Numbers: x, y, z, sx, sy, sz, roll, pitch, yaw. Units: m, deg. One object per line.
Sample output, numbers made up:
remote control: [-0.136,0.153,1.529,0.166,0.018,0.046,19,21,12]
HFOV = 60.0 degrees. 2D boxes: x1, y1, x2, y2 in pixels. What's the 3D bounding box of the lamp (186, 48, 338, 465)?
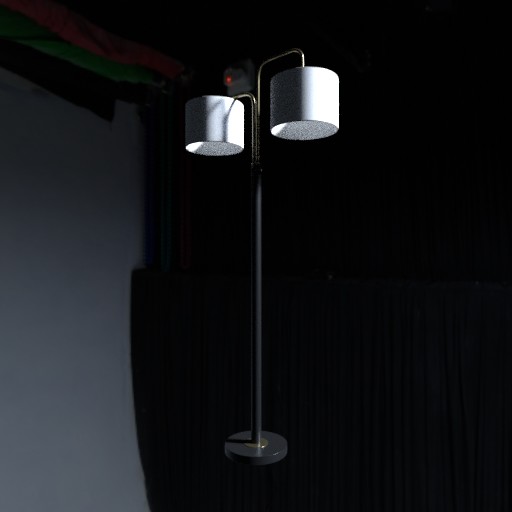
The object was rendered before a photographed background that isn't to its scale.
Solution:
lamp: [0.000,0.000,1.812,0.711,1.587,0.254,0,0,37]
